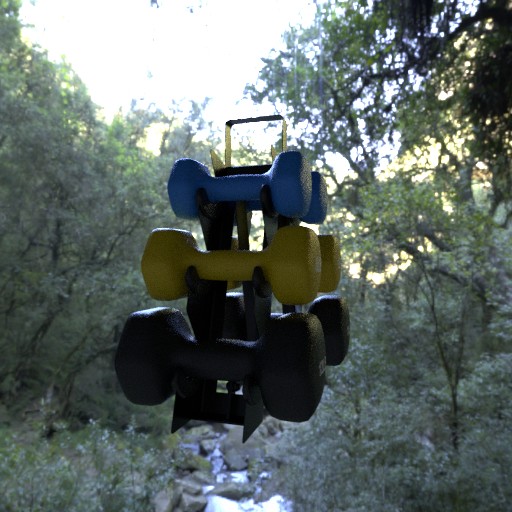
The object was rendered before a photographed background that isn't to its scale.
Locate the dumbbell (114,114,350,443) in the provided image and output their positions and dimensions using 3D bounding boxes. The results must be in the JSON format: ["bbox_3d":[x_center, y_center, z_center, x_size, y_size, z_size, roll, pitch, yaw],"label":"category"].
[{"bbox_3d":[0.000,0.000,0.690,0.255,0.426,0.409,0,0,18],"label":"dumbbell"}]
